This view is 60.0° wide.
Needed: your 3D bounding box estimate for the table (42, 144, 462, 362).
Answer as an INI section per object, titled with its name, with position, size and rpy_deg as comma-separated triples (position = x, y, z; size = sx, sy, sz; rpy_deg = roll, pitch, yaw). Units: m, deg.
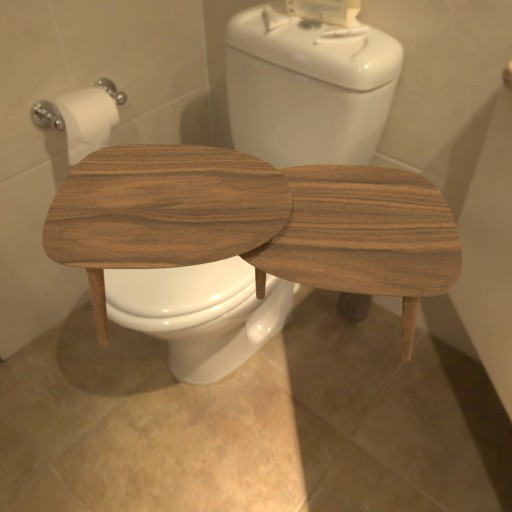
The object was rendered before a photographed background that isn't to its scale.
[table]
position = 0.000, 0.000, 1.334
size = 1.084, 0.429, 0.527
rpy_deg = 2, 46, 2
